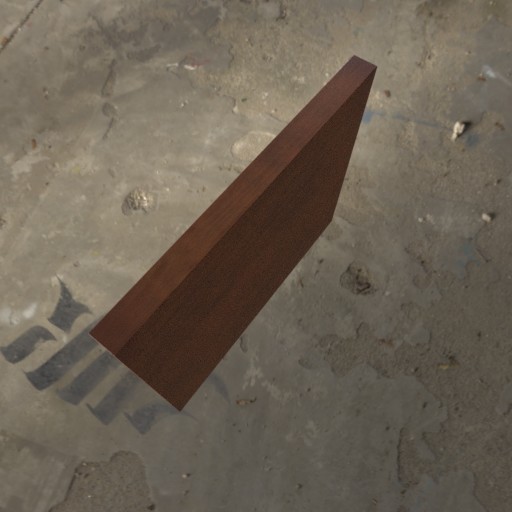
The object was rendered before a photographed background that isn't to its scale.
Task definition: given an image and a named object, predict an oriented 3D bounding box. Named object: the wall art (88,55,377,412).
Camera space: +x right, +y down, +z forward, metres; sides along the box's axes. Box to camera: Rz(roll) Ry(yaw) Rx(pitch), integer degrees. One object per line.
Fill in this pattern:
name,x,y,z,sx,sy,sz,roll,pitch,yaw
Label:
wall art,0.000,0.000,0.565,0.030,0.328,0.401,34,68,16
